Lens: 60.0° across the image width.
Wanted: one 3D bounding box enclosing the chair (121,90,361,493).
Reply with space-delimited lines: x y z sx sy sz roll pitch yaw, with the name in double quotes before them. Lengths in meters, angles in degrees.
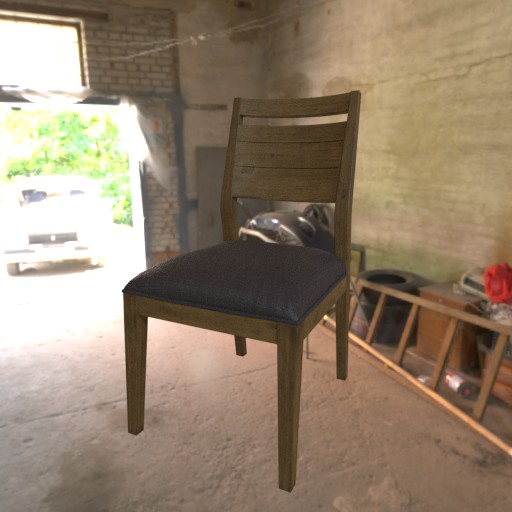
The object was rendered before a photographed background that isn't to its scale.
"chair" 0.000 0.000 1.285 0.501 0.939 0.610 7 15 26
